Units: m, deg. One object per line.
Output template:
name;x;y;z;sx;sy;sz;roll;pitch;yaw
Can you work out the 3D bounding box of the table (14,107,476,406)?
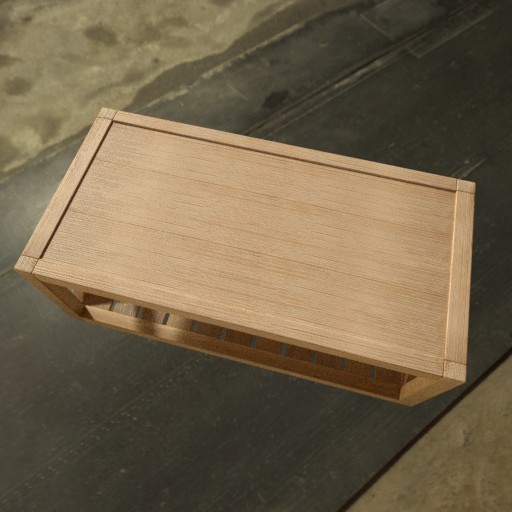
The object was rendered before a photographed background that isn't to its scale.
table;0.000;0.000;1.579;1.321;0.457;0.660;13;64;6
